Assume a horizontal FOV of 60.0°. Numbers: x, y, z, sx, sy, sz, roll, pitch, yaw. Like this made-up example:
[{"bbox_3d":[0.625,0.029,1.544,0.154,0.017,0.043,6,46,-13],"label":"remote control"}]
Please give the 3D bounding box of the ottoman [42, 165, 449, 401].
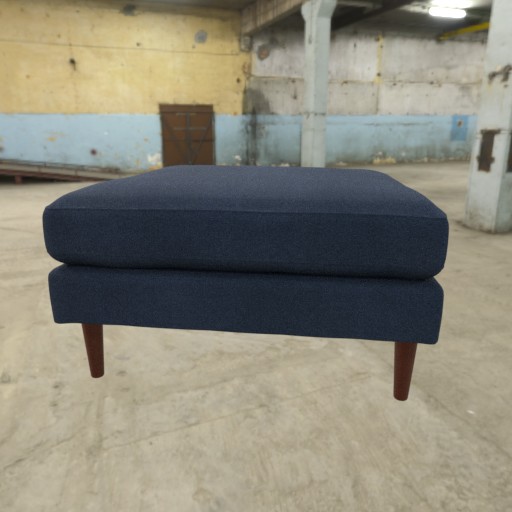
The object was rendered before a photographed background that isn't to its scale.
[{"bbox_3d":[0.000,0.000,1.221,0.821,0.474,0.693,2,16,7],"label":"ottoman"}]
